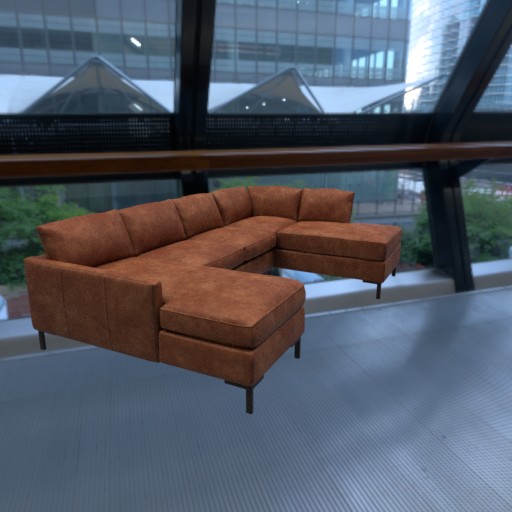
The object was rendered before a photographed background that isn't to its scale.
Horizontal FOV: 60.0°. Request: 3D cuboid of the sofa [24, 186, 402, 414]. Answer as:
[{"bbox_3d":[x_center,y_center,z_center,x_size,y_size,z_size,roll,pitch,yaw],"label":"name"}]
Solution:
[{"bbox_3d":[0.000,0.000,3.781,1.939,0.900,2.956,7,16,26],"label":"sofa"}]
